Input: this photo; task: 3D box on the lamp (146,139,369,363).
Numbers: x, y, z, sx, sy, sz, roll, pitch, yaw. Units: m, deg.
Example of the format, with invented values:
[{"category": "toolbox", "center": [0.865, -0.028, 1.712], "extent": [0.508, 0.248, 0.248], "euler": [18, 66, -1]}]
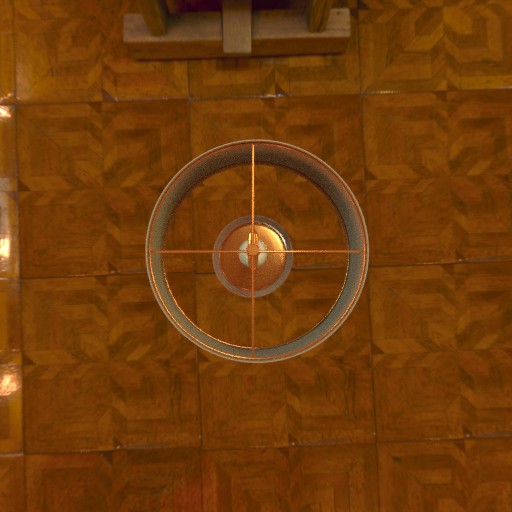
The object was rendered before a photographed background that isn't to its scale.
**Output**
[{"category": "lamp", "center": [0.000, 0.000, 0.465], "extent": [0.189, 0.340, 0.189], "euler": [0, 89, 0]}]
